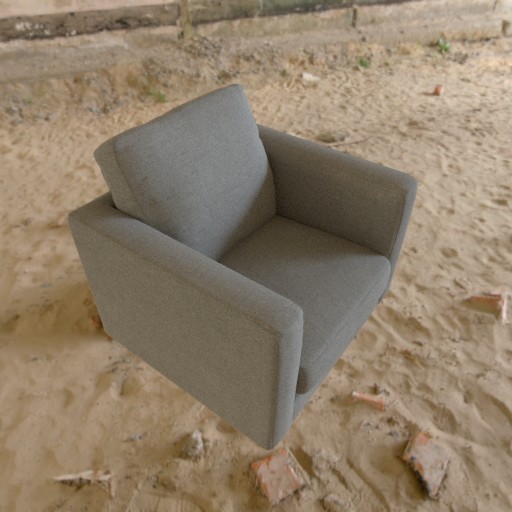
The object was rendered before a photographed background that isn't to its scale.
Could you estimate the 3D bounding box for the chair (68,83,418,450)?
[{"bbox_3d":[0.000,0.000,1.537,0.800,0.927,0.855,26,47,27],"label":"chair"}]
